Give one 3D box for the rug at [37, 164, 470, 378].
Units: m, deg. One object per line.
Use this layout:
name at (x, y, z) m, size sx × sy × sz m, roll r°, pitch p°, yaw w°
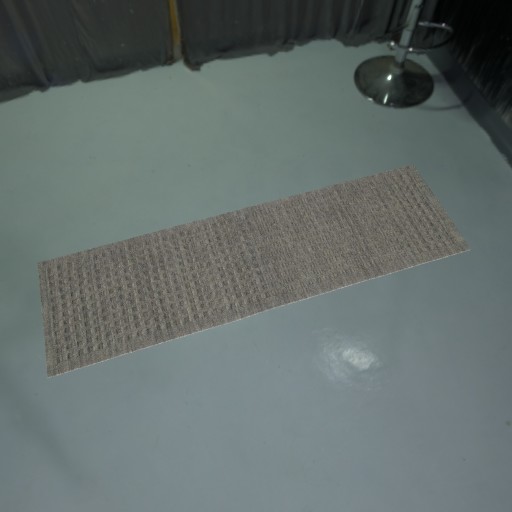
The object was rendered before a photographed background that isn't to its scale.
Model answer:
rug at (0.000, 0.000, 2.597) m, size 2.443 × 0.009 × 0.706 m, roll -16°, pitch 61°, yaw -9°
